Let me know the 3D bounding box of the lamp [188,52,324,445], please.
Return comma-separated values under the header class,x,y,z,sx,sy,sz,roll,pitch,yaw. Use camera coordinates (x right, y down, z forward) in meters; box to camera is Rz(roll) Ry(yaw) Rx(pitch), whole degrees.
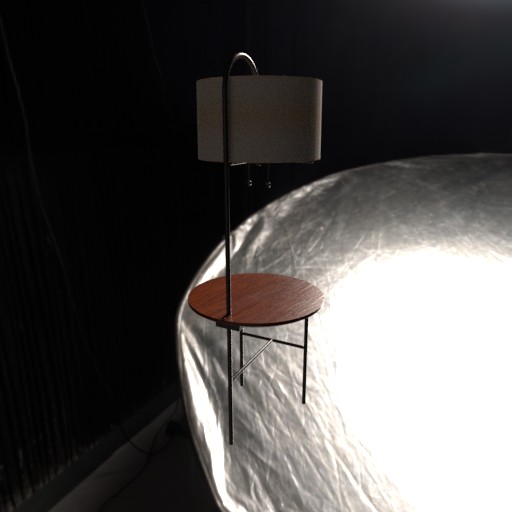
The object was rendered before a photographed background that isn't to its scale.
class,x,y,z,sx,sy,sz,roll,pitch,yaw
lamp,0.000,0.000,1.835,0.573,1.517,0.573,0,16,0
